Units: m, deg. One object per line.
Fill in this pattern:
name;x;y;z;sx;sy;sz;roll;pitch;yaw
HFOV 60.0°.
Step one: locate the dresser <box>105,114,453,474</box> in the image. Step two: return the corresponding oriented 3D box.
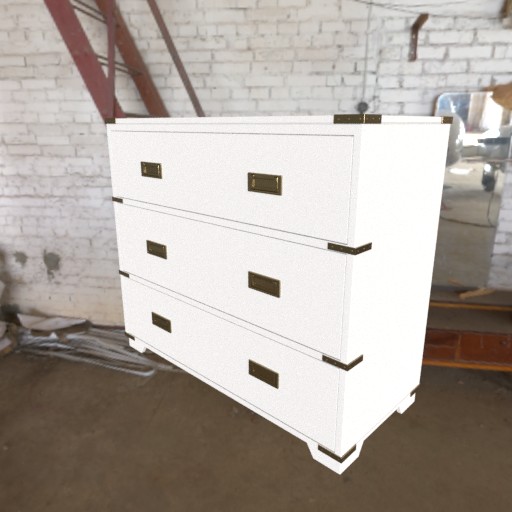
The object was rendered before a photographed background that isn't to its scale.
dresser;0.000;0.000;1.493;1.022;0.891;0.460;15;22;41
